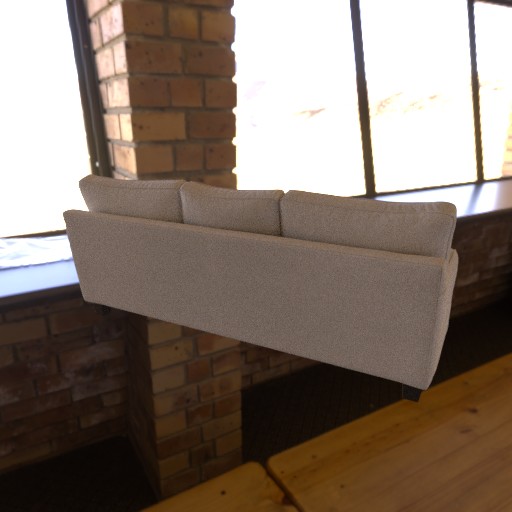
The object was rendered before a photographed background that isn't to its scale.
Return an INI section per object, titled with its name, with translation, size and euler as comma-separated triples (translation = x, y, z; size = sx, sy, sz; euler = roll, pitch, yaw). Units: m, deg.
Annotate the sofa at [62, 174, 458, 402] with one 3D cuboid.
[sofa]
translation = 0.000, 0.000, 2.834
size = 2.323, 0.991, 1.016
euler = 9, 20, 26
